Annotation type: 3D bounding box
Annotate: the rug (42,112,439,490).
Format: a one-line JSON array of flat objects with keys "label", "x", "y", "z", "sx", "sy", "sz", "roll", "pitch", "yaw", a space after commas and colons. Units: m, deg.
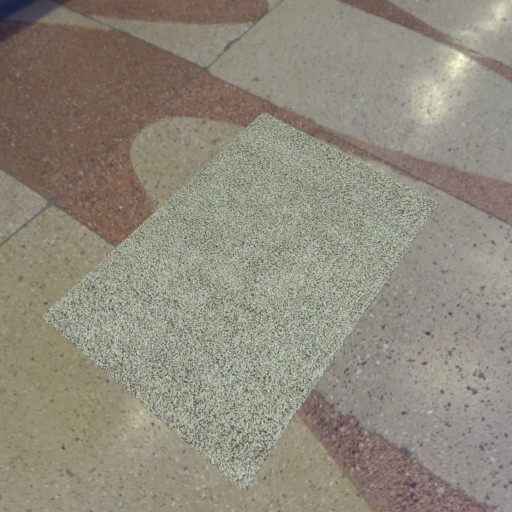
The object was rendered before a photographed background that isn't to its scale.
[{"label": "rug", "x": 0.000, "y": 0.000, "z": 2.284, "sx": 1.219, "sy": 0.030, "sz": 1.778, "roll": 33, "pitch": 64, "yaw": 18}]
